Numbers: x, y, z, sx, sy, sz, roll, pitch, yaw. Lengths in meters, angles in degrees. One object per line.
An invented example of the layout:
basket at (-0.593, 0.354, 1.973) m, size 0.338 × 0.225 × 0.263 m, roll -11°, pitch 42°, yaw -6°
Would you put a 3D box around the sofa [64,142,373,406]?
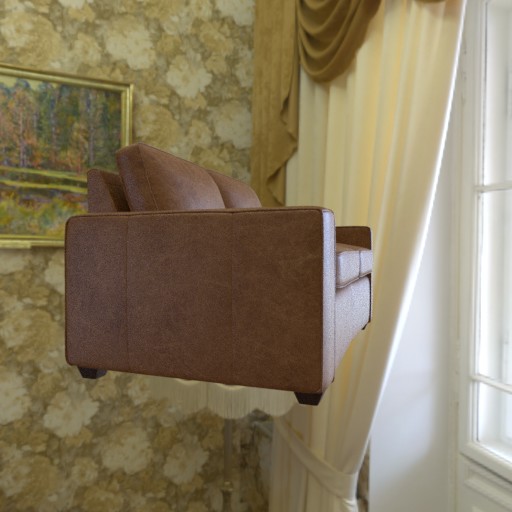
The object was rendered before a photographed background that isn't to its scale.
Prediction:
sofa at (0.000, 0.000, 2.167) m, size 1.020 × 0.896 × 1.532 m, roll 0°, pitch 1°, yaw 20°
